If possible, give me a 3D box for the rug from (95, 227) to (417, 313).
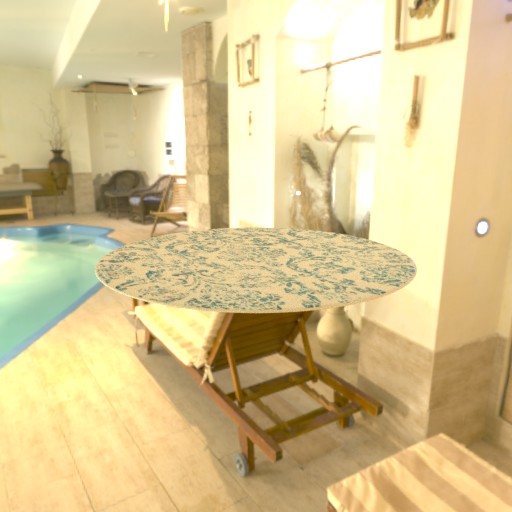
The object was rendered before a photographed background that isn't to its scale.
[{"bbox_3d":[0.000,0.000,2.324,1.593,0.012,1.593,0,14,0],"label":"rug"}]
